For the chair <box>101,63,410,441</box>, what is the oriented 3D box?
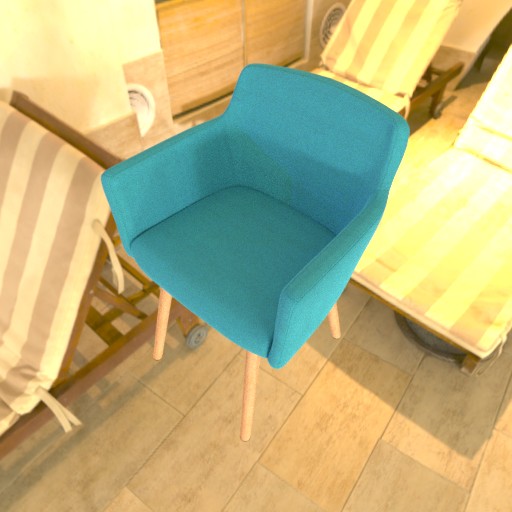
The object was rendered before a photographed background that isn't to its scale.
[{"bbox_3d":[0.000,0.000,1.160,0.570,0.780,0.540,32,54,27],"label":"chair"}]
